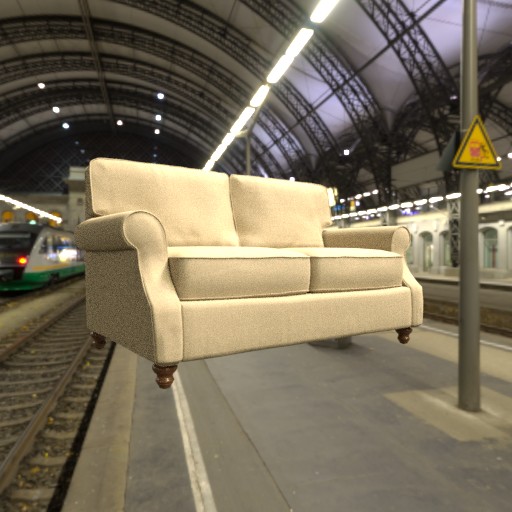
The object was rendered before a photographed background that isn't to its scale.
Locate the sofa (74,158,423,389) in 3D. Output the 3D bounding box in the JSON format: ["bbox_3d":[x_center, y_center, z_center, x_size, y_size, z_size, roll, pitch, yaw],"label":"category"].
[{"bbox_3d":[0.000,0.000,2.295,1.665,0.937,0.964,0,0,-35],"label":"sofa"}]
